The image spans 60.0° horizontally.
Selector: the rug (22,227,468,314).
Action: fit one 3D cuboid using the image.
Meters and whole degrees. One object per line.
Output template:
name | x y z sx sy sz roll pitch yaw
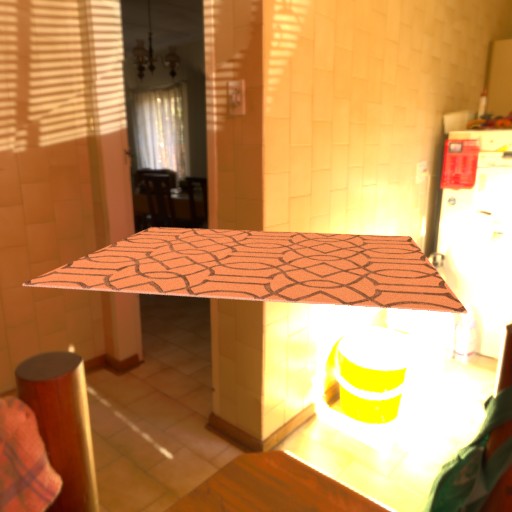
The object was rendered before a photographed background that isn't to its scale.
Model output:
rug | 0.000 0.000 3.871 2.910 0.021 2.211 3 14 10
